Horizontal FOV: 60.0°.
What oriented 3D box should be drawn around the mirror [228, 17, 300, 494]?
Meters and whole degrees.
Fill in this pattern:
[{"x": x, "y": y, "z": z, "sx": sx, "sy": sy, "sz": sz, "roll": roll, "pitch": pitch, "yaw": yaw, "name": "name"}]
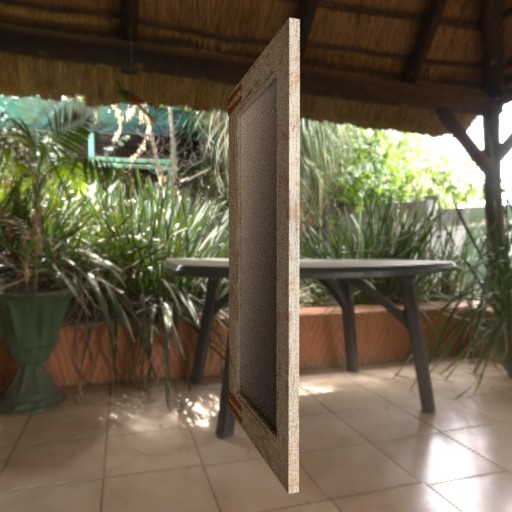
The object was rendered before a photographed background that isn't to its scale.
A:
[{"x": 0.000, "y": 0.000, "z": 1.084, "sx": 0.027, "sy": 0.922, "sz": 0.472, "roll": 0, "pitch": 1, "yaw": -18, "name": "mirror"}]
